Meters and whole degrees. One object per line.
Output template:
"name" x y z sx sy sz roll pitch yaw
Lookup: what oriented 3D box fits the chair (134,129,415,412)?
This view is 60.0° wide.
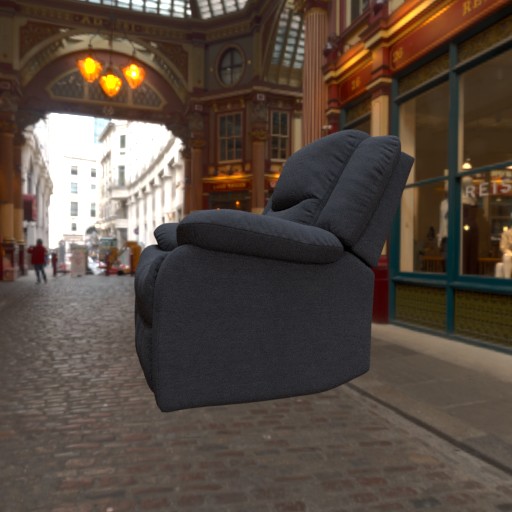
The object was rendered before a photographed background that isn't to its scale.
"chair" 0.000 0.000 1.817 0.944 1.008 0.899 0 1 -19
